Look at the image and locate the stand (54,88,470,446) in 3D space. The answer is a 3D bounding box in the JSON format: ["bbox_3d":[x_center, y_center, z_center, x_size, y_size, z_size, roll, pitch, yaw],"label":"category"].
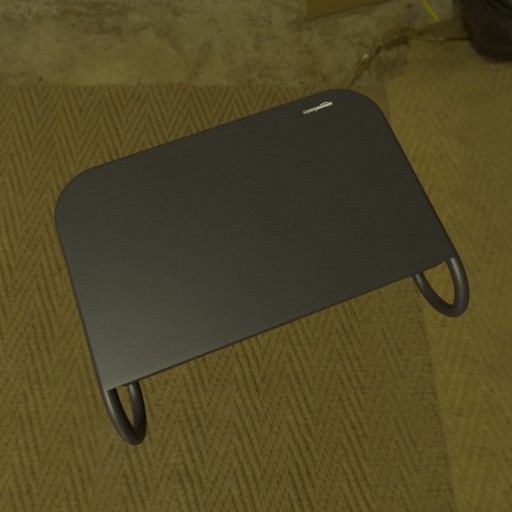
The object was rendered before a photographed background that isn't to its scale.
[{"bbox_3d":[0.000,0.000,0.492,0.370,0.108,0.280,-20,75,-6],"label":"stand"}]
